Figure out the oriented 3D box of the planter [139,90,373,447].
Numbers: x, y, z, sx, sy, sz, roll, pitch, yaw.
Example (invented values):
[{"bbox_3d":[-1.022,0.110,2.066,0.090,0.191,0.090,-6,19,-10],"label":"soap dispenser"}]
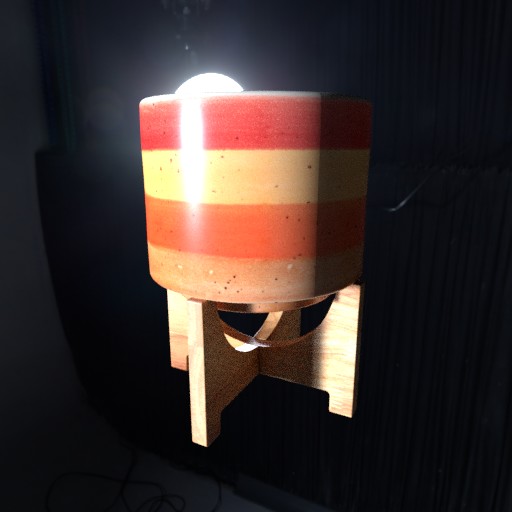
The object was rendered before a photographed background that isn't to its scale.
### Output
[{"bbox_3d":[0.000,0.000,0.407,0.199,0.268,0.199,0,15,0],"label":"planter"}]
